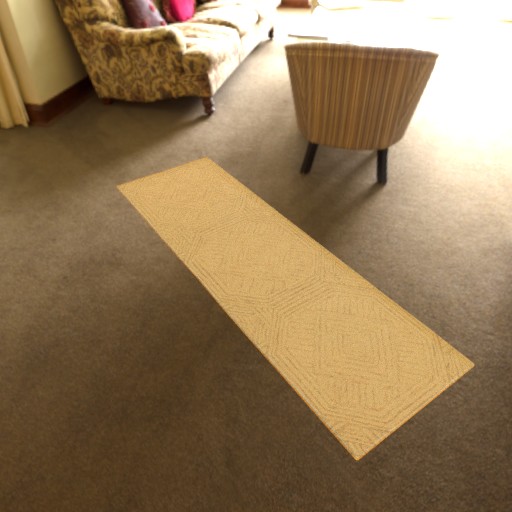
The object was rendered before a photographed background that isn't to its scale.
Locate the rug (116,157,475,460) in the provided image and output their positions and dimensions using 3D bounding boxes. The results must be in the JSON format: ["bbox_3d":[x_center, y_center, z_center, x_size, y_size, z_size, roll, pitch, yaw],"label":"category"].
[{"bbox_3d":[0.000,0.000,2.656,0.775,0.012,2.452,-25,47,-26],"label":"rug"}]
